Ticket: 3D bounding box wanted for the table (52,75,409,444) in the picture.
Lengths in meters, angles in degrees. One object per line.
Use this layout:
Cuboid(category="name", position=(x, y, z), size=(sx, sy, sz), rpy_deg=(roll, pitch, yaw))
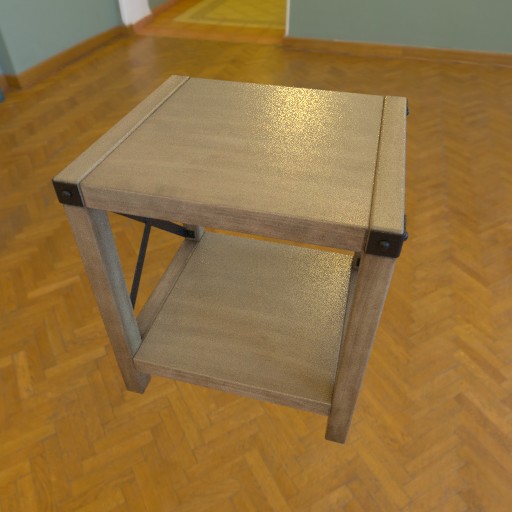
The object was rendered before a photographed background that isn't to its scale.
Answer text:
Cuboid(category="table", position=(0.000, 0.000, 0.935), size=(0.510, 0.561, 0.459), rpy_deg=(10, 42, 11))
